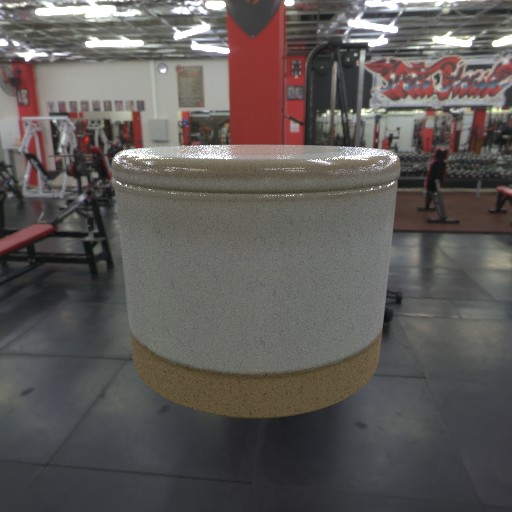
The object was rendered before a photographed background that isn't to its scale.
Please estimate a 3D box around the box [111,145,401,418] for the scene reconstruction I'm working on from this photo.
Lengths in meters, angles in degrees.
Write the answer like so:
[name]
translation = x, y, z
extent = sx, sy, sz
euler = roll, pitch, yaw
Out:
[box]
translation = 0.000, 0.000, 0.262
extent = 0.154, 0.123, 0.154
euler = 0, 16, 0
